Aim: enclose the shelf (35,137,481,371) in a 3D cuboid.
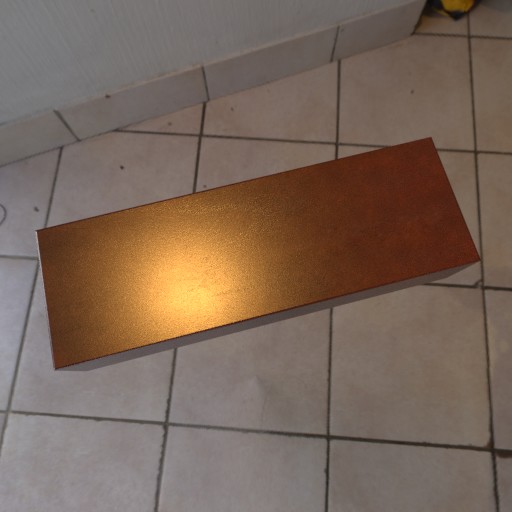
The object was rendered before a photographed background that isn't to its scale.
[{"bbox_3d":[0.000,0.000,0.520,0.457,0.088,0.152,-14,75,-4],"label":"shelf"}]
